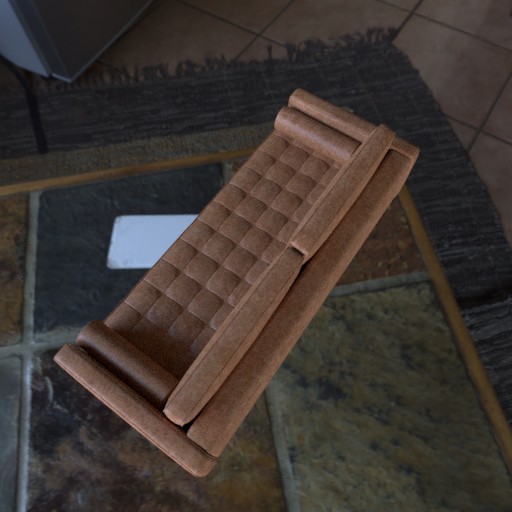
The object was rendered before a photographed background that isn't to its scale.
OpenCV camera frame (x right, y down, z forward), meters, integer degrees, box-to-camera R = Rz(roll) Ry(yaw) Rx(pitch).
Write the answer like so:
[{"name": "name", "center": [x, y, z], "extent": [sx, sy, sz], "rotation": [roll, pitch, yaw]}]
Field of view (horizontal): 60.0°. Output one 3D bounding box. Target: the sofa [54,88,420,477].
[{"name": "sofa", "center": [0.000, 0.000, 2.572], "extent": [0.919, 0.770, 2.200], "rotation": [32, 68, 15]}]
